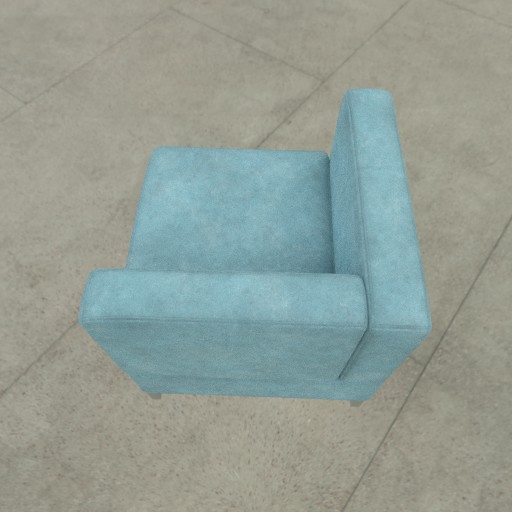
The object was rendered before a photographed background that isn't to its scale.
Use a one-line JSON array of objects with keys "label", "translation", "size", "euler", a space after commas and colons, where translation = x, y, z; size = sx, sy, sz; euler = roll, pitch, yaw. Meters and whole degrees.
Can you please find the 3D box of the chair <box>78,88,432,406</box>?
[{"label": "chair", "translation": [0.000, 0.000, 1.236], "size": [0.684, 0.660, 0.691], "euler": [2, 60, 1]}]
